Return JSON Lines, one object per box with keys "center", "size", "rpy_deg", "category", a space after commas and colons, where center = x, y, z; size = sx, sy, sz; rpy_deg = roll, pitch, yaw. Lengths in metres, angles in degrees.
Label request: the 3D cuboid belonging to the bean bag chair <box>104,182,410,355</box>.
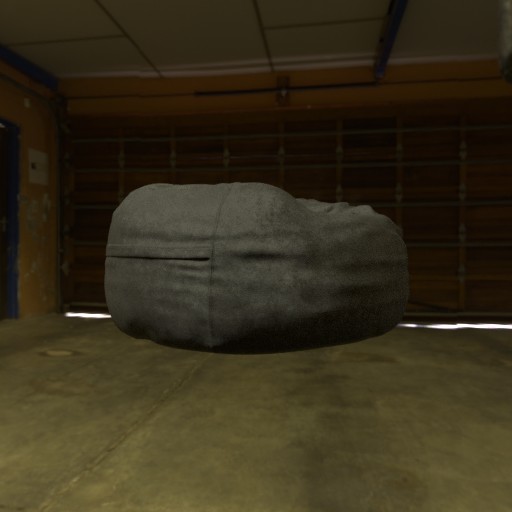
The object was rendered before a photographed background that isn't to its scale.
{"center": [0.000, 0.000, 2.349], "size": [1.525, 0.751, 1.525], "rpy_deg": [0, 0, 0], "category": "bean bag chair"}
